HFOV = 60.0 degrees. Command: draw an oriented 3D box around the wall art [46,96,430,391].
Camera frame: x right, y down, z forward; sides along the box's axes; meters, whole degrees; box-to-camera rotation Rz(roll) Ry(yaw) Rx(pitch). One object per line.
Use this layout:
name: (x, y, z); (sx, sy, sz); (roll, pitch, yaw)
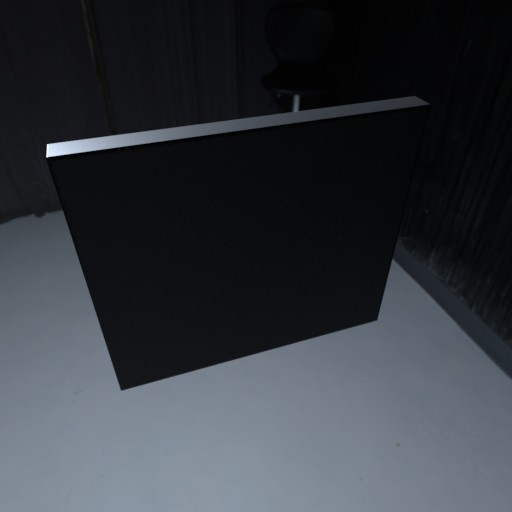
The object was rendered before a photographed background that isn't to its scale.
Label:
wall art: (0.000, 0.000, 0.531); (0.380, 0.330, 0.028); (-12, 40, -15)
